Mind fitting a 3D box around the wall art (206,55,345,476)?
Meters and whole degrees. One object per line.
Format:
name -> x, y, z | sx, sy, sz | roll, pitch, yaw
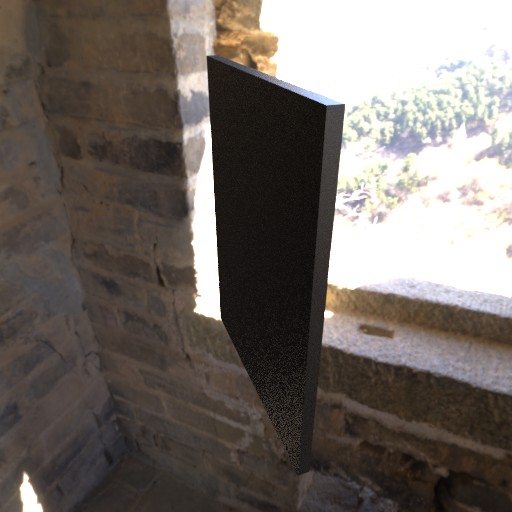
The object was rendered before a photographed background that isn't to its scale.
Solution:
wall art -> 0.000, 0.000, 1.377 | 0.038, 1.062, 0.806 | -11, 32, -18
